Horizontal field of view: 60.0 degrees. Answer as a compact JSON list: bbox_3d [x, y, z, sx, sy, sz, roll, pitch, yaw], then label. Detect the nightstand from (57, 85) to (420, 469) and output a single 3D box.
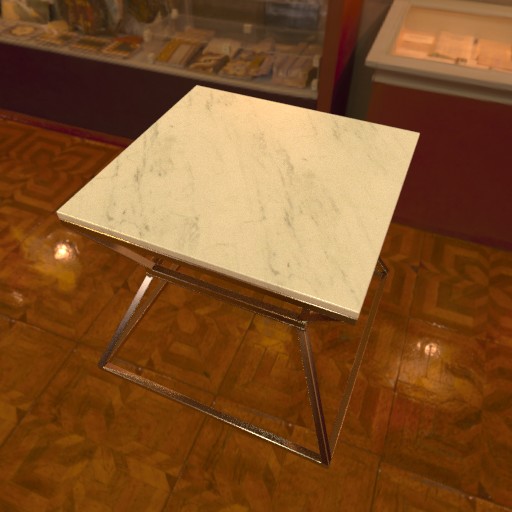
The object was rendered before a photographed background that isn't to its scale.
[{"bbox_3d":[0.000,0.000,0.887,0.513,0.426,0.514,18,50,16],"label":"nightstand"}]
